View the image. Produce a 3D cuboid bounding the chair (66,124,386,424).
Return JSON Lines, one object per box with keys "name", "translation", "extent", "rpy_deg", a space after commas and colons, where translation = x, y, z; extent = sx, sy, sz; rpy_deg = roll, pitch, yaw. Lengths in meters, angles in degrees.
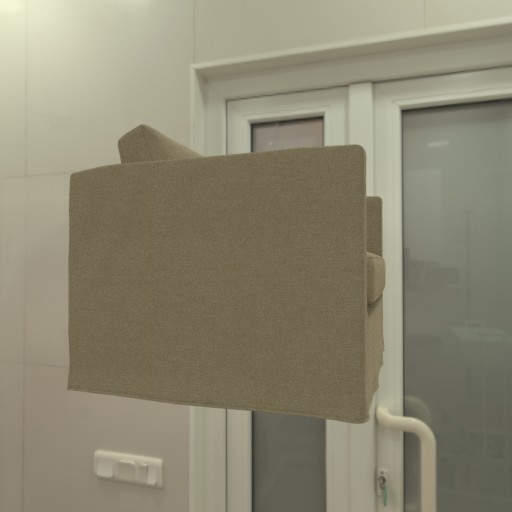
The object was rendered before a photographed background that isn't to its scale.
{"name": "chair", "translation": [0.000, 0.000, 1.739], "extent": [0.949, 0.863, 1.057], "rpy_deg": [0, -1, 18]}
